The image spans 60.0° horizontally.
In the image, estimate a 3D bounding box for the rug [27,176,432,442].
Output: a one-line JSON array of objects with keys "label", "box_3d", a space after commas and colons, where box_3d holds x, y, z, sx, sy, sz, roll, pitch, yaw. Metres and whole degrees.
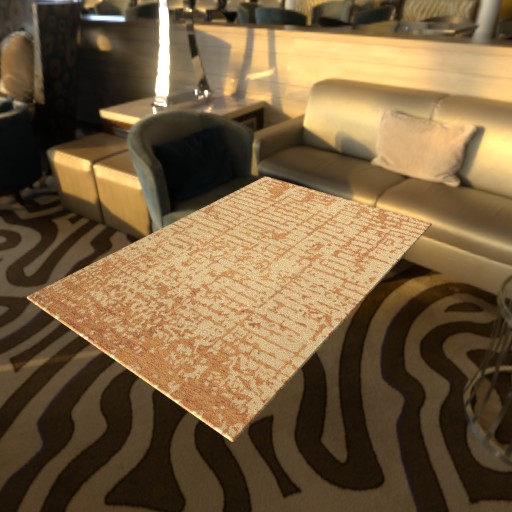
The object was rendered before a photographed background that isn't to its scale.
[{"label": "rug", "box_3d": [0.000, 0.000, 2.310, 1.219, 0.011, 1.829, 22, 38, 31]}]
